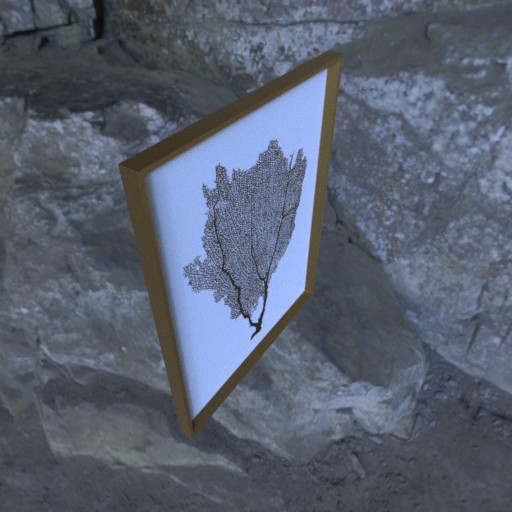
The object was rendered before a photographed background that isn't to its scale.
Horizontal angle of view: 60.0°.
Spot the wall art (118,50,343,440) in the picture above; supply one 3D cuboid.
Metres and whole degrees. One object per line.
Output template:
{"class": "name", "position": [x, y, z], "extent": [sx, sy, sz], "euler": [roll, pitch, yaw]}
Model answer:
{"class": "wall art", "position": [0.000, 0.000, 1.044], "extent": [0.038, 0.762, 0.610], "euler": [25, 47, 26]}
